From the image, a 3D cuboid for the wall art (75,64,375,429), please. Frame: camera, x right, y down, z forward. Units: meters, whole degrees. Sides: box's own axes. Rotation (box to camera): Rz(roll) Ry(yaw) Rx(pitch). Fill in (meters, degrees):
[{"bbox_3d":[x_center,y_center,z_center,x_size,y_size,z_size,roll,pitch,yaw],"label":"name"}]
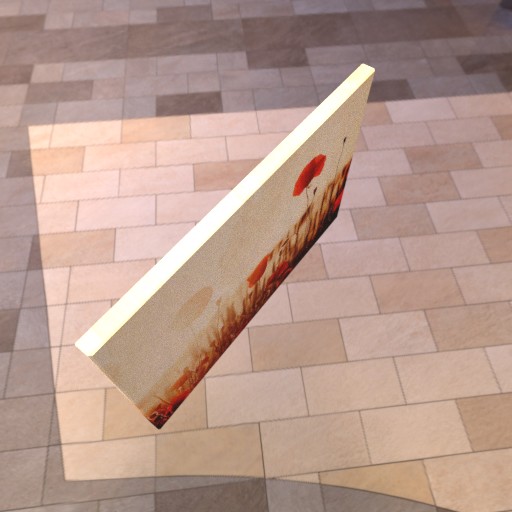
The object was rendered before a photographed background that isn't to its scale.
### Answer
[{"bbox_3d":[0.000,0.000,1.156,0.038,0.602,0.918,33,64,19],"label":"wall art"}]
